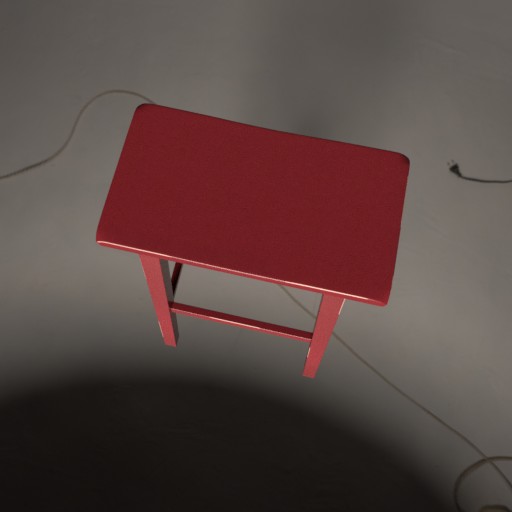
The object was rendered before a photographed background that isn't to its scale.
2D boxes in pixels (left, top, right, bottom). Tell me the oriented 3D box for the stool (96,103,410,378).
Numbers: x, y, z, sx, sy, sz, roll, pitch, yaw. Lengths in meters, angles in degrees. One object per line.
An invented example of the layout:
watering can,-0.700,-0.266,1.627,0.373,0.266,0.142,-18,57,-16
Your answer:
stool,0.000,0.000,1.032,0.457,0.737,0.476,12,76,3
